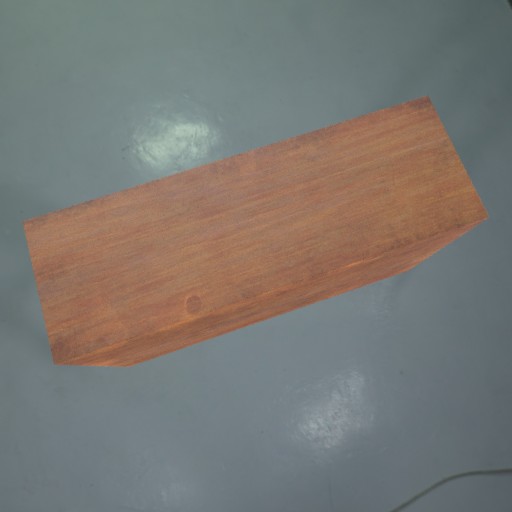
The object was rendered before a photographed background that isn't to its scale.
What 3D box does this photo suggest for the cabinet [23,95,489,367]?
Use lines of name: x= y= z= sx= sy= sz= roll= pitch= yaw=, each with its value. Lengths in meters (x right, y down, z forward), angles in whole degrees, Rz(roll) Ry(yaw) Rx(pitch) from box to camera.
cabinet: x=0.000 y=0.000 z=1.594 sx=1.204 sy=0.805 sz=0.403 roll=-18 pitch=76 yaw=-5
